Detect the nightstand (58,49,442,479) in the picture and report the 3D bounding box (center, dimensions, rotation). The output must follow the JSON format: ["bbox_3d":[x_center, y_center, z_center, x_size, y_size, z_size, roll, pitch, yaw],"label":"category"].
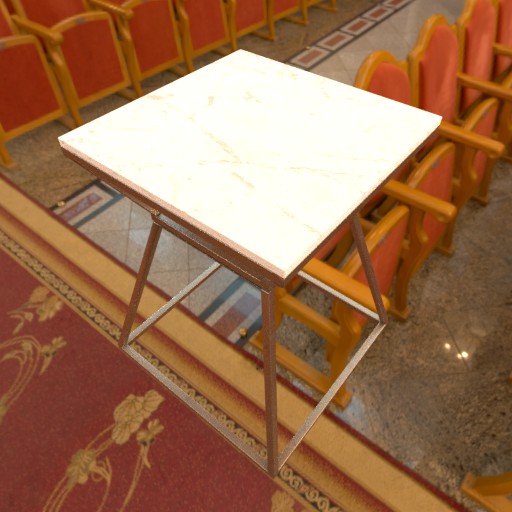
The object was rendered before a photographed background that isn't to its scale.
[{"bbox_3d":[0.000,0.000,0.856,0.455,0.554,0.455,30,54,26],"label":"nightstand"}]
